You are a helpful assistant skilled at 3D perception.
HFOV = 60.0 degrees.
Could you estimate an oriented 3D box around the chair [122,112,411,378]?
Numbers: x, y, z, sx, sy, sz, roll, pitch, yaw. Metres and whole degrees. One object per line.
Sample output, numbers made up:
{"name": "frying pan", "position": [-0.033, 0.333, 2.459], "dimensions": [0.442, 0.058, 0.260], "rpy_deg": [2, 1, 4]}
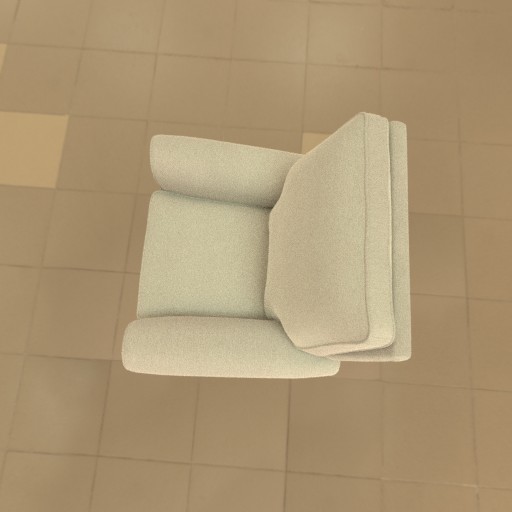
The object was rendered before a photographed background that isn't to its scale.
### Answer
{"name": "chair", "position": [0.000, 0.000, 1.643], "dimensions": [0.878, 0.960, 0.890], "rpy_deg": [4, 76, 1]}
